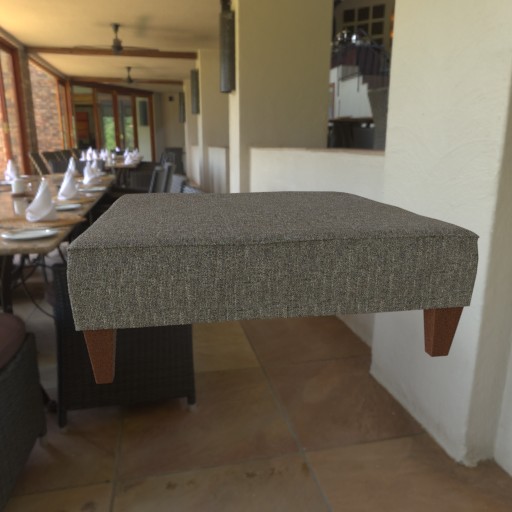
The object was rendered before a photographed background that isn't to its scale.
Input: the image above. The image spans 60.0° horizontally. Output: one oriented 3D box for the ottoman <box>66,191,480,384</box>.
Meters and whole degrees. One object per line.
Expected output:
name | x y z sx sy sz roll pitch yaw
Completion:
ottoman | 0.000 0.000 1.530 1.016 0.379 0.981 -2 14 -9
